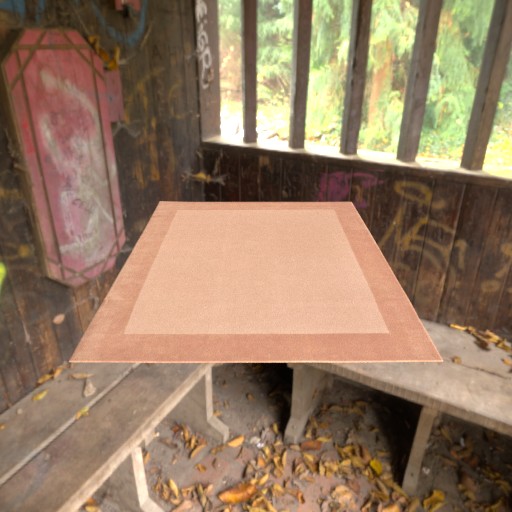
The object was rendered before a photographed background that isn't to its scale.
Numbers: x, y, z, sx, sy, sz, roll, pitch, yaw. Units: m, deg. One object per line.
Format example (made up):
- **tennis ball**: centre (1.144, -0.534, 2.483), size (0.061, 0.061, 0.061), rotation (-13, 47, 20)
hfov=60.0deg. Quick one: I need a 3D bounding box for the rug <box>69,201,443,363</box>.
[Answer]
- **rug**: centre (0.000, 0.000, 4.223), size (2.431, 0.021, 3.057), rotation (0, 26, 0)
